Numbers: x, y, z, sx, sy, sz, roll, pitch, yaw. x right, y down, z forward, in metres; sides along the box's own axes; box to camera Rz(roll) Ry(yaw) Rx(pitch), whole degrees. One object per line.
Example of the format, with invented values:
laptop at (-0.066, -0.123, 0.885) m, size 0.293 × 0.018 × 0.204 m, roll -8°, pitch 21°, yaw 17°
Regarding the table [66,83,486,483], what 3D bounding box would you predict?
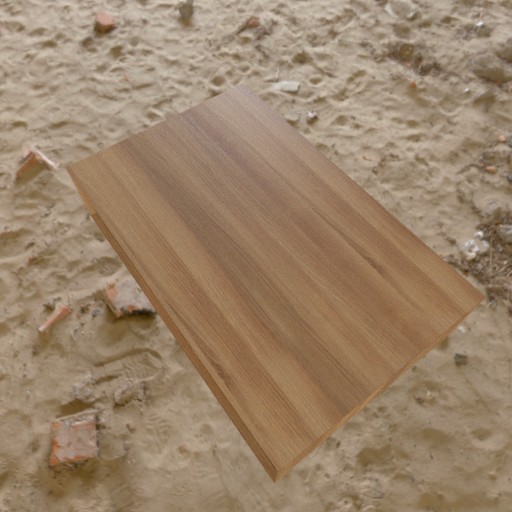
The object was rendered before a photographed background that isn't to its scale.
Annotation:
table at (0.000, 0.000, 1.436) m, size 0.700 × 0.330 × 1.100 m, roll -32°, pitch 64°, yaw -18°
